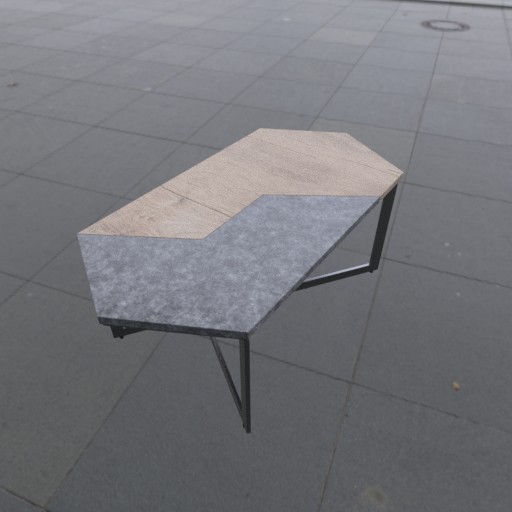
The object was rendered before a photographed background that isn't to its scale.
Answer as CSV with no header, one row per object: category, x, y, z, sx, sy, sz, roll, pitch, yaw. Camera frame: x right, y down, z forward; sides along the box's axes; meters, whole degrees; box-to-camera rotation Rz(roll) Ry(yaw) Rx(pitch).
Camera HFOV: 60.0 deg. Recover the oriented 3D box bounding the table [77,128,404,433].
table,0.000,0.000,1.534,0.609,0.457,1.219,25,46,27
